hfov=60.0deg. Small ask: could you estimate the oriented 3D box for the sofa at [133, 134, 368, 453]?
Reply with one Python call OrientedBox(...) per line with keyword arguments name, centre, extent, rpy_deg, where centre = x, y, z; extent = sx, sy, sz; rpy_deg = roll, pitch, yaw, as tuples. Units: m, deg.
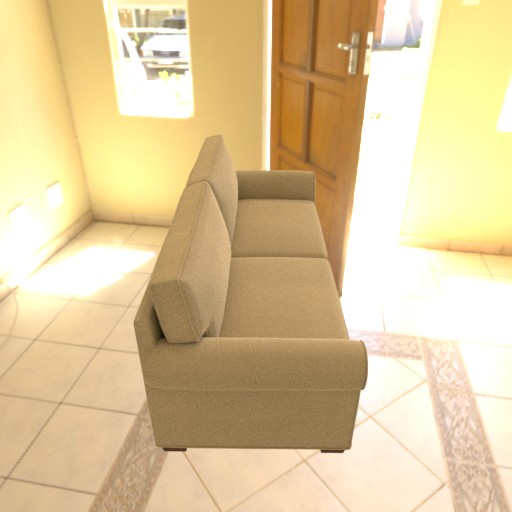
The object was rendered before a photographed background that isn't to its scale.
OrientedBox(name="sofa", centre=(0.000, 0.000, 2.645), extent=(0.901, 0.962, 2.146), rpy_deg=(0, 30, 1))
